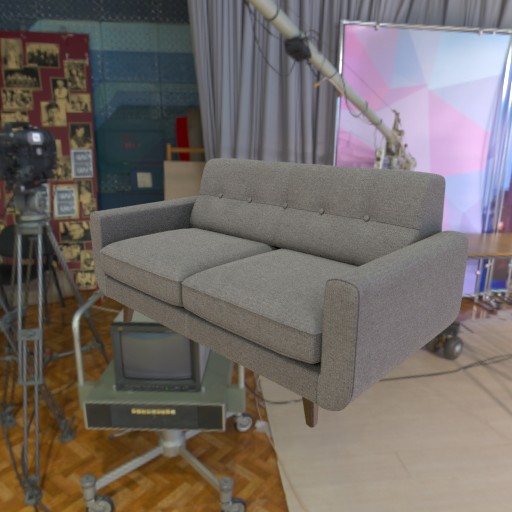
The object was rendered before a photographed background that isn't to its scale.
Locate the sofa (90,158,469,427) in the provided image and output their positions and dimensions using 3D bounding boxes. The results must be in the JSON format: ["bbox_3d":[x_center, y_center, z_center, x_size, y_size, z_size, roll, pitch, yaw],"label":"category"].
[{"bbox_3d":[0.000,0.000,2.124,1.631,0.841,0.909,15,22,42],"label":"sofa"}]
